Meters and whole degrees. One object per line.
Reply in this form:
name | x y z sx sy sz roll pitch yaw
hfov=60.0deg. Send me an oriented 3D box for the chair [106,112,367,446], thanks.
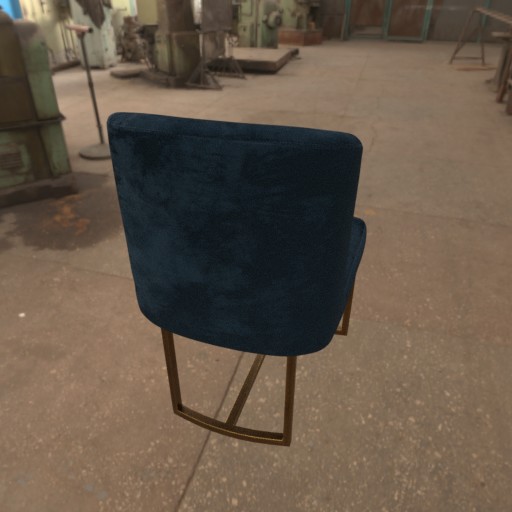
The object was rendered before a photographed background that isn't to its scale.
chair | 0.000 0.000 1.166 0.530 0.824 0.560 10 33 15
